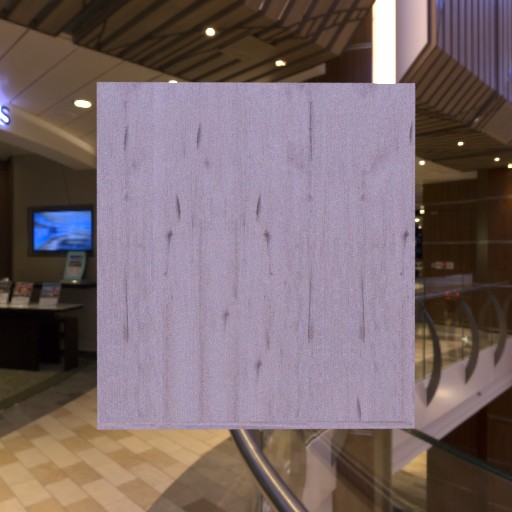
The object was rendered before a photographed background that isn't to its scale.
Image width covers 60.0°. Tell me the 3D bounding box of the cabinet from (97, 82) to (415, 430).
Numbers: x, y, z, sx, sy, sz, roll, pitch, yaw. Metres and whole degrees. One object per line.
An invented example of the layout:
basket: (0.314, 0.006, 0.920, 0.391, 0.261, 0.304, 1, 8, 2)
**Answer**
cabinet: (0.000, 0.000, 3.119, 2.000, 2.180, 0.660, 0, 0, -1)
